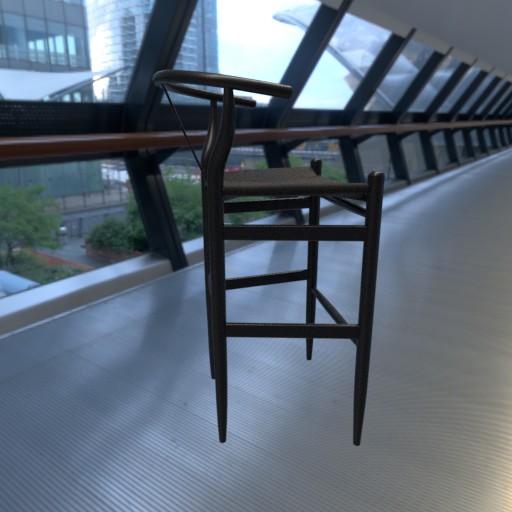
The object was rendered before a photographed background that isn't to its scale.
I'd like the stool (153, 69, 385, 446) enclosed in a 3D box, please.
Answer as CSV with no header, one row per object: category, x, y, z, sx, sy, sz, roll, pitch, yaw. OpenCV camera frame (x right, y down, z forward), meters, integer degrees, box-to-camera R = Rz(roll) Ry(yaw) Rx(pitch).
stool,0.000,0.000,1.416,0.579,1.072,0.569,-3,16,-9
